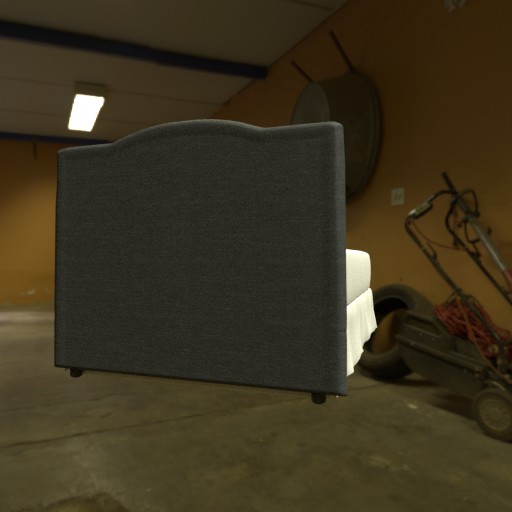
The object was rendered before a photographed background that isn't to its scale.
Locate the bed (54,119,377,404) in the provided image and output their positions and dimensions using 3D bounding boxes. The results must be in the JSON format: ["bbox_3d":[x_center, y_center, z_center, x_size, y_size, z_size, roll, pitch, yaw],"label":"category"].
[{"bbox_3d":[0.000,0.000,3.532,1.747,1.441,2.507,0,0,19],"label":"bed"}]
